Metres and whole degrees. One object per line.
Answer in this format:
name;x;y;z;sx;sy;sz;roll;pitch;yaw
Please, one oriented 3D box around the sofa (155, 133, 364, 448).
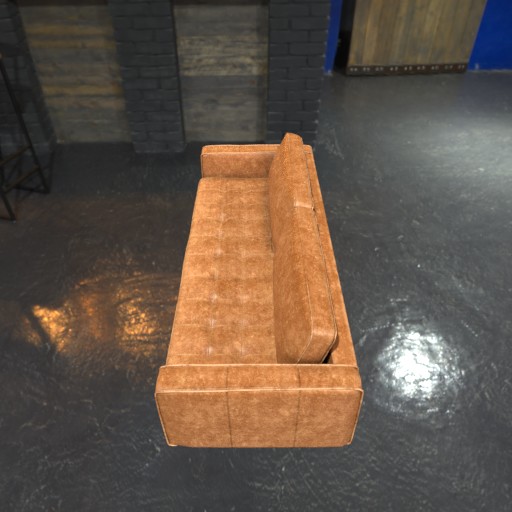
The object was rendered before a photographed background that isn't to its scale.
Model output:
sofa;0.000;0.000;2.729;0.886;0.779;2.199;0;40;0
